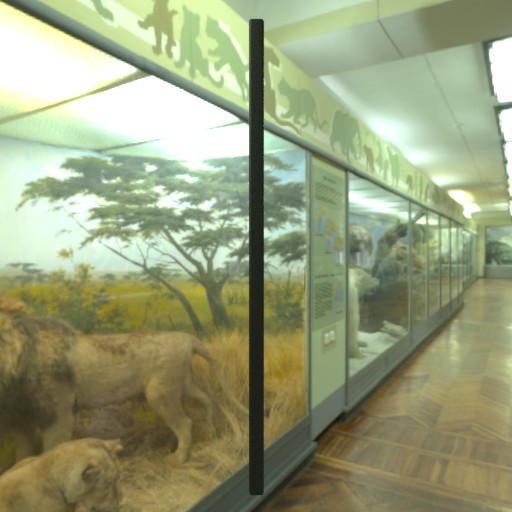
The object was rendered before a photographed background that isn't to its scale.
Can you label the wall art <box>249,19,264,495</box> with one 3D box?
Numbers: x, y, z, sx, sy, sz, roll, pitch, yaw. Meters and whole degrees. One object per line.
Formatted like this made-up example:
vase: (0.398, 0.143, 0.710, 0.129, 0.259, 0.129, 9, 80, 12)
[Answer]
wall art: (0.000, 0.000, 0.781, 0.018, 0.582, 0.481, 0, 1, 0)
